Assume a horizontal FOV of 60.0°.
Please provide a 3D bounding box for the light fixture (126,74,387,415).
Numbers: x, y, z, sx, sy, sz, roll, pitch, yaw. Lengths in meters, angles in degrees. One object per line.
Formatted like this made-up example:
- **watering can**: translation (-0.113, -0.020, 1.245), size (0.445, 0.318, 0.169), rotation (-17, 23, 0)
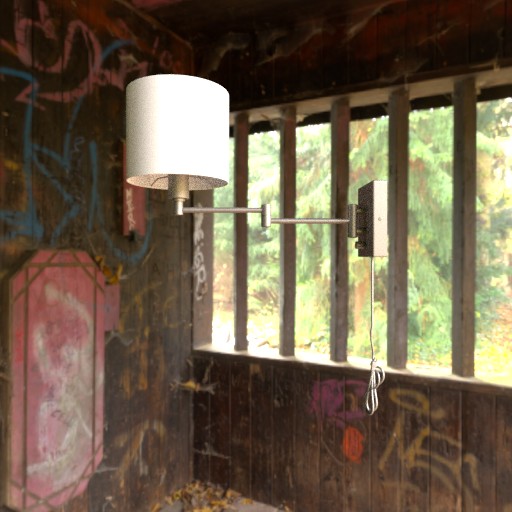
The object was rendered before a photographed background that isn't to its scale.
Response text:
- **light fixture**: translation (0.000, 0.000, 0.901), size (0.516, 0.651, 0.203), rotation (0, 0, -1)
